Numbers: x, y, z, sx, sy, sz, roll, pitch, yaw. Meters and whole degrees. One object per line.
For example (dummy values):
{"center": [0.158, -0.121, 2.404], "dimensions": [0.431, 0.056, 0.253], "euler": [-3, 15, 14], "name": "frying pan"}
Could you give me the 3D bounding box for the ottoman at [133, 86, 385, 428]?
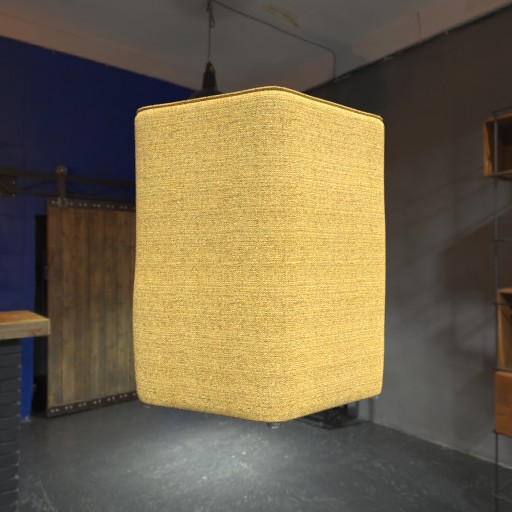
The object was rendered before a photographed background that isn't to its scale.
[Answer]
{"center": [0.000, 0.000, 0.874], "dimensions": [0.494, 0.502, 0.443], "euler": [0, -1, -37], "name": "ottoman"}
